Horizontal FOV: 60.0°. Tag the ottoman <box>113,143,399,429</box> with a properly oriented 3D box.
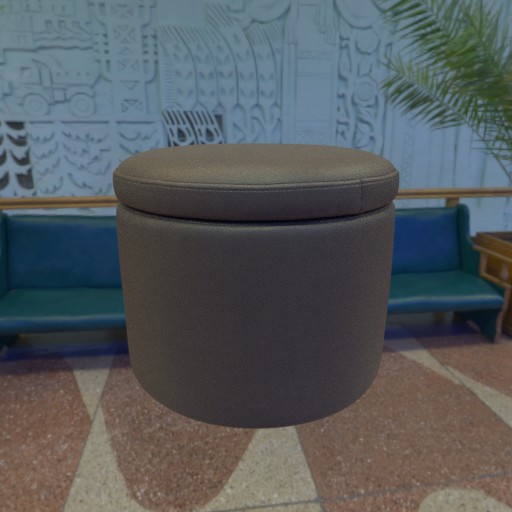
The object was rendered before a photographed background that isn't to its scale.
[{"bbox_3d":[0.000,0.000,0.850,0.500,0.409,0.500,0,17,0],"label":"ottoman"}]
